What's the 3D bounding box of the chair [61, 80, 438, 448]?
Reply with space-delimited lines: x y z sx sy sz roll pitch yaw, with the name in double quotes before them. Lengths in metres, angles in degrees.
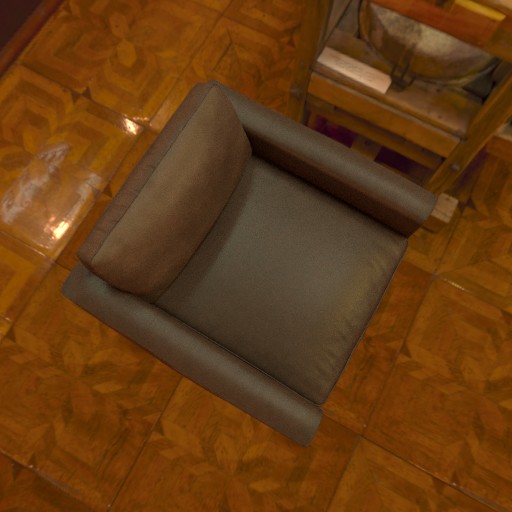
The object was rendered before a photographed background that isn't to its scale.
"chair" 0.000 0.000 1.815 1.069 0.812 1.100 30 78 7
